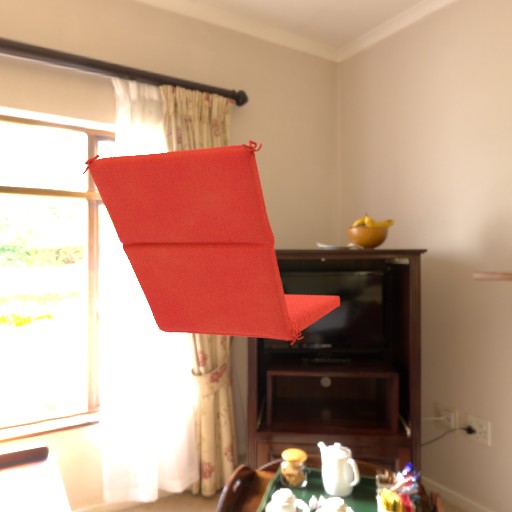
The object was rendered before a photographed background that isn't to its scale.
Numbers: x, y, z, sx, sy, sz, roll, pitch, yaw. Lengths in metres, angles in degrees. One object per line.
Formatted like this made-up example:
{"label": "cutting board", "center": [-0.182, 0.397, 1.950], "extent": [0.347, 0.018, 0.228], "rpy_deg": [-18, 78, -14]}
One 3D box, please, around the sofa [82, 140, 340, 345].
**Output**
{"label": "sofa", "center": [0.000, 0.000, 2.004], "extent": [0.582, 0.622, 1.663], "rpy_deg": [0, 0, 19]}
